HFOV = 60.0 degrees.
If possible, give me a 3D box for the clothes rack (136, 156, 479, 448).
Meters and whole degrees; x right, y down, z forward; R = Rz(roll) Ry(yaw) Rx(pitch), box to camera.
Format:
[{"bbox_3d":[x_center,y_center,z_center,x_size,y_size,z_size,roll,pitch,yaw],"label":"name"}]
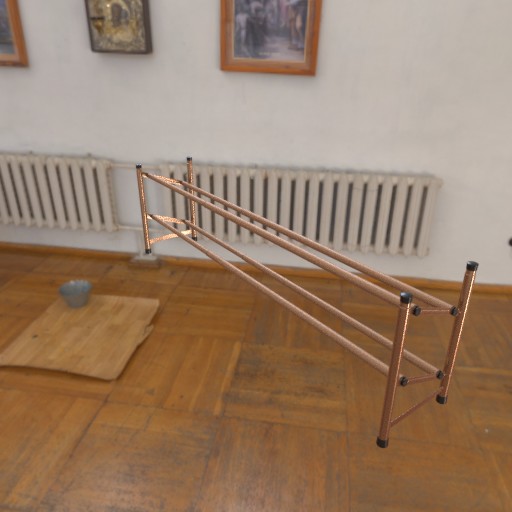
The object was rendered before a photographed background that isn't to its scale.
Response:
[{"bbox_3d":[0.000,0.000,1.296,0.229,0.349,1.168,-17,30,-32],"label":"clothes rack"}]
